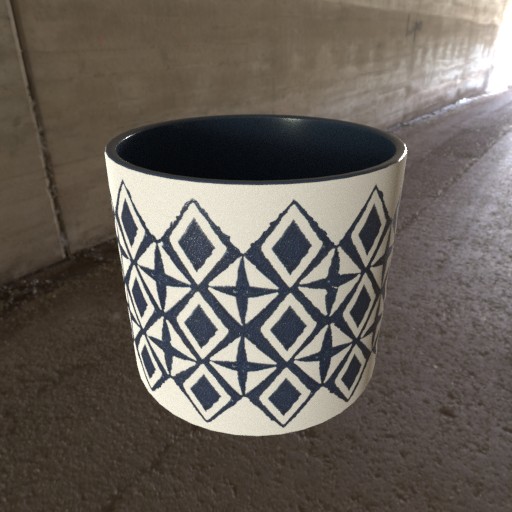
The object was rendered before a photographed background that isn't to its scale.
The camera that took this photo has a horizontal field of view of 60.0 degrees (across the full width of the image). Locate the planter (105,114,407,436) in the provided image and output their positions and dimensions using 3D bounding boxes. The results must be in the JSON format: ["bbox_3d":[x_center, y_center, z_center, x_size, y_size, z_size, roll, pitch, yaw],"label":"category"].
[{"bbox_3d":[0.000,0.000,0.274,0.159,0.144,0.159,0,27,0],"label":"planter"}]
